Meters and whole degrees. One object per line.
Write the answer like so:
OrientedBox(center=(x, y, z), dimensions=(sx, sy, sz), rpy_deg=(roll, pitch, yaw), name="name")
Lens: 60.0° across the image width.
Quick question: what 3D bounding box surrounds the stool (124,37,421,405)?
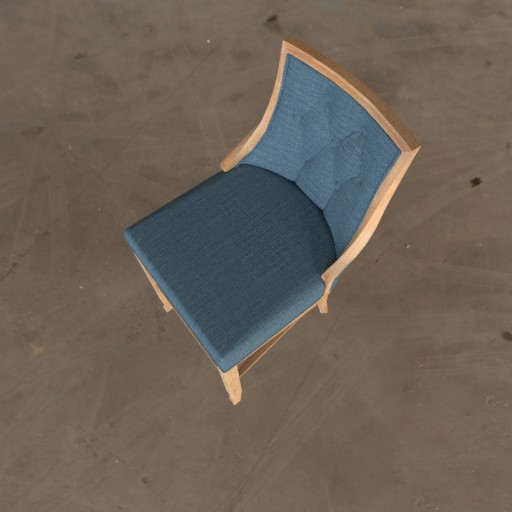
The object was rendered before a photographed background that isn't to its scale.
OrientedBox(center=(0.000, 0.000, 1.448), dimensions=(0.626, 1.101, 0.524), rpy_deg=(-35, 69, -15), name="stool")
